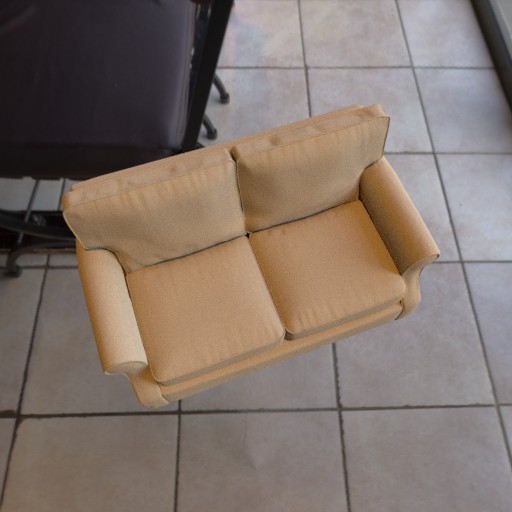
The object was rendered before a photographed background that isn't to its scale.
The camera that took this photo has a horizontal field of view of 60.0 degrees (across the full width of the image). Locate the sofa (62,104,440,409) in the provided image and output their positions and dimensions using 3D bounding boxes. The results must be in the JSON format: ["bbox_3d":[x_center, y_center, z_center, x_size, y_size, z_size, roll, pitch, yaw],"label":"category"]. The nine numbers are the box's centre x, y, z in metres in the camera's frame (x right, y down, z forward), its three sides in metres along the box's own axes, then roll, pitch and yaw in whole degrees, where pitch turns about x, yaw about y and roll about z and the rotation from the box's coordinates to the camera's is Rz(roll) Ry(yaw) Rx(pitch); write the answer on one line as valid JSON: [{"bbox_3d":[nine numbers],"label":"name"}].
[{"bbox_3d":[0.000,0.000,2.249,1.665,0.937,0.964,-18,66,-9],"label":"sofa"}]
